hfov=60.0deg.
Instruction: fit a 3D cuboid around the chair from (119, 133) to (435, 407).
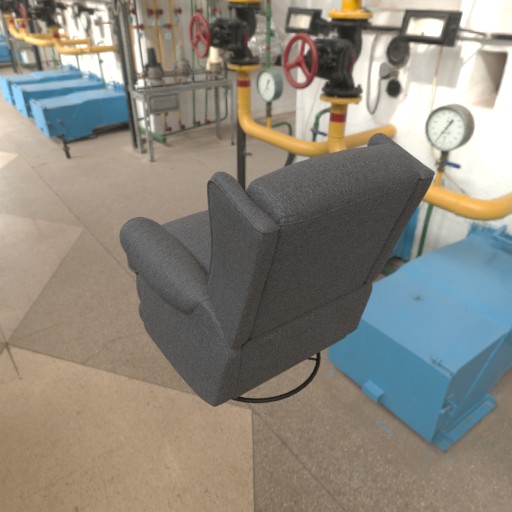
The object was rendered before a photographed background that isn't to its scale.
[{"bbox_3d":[0.000,0.000,1.732,0.847,1.011,0.969,-20,37,-30],"label":"chair"}]
